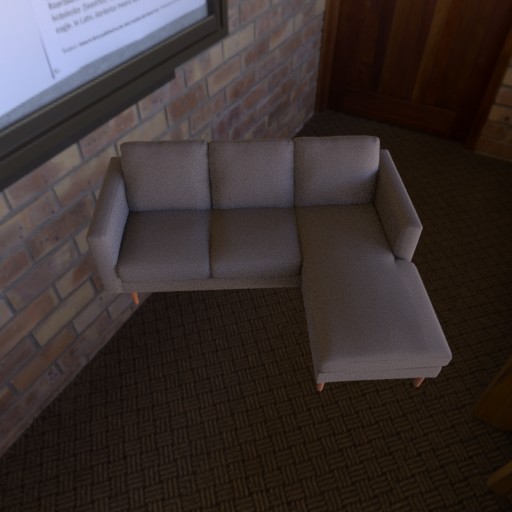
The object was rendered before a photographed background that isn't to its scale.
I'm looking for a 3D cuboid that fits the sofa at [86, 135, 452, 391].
[{"bbox_3d":[0.000,0.000,2.857,2.031,0.897,1.591,-2,46,-2],"label":"sofa"}]
